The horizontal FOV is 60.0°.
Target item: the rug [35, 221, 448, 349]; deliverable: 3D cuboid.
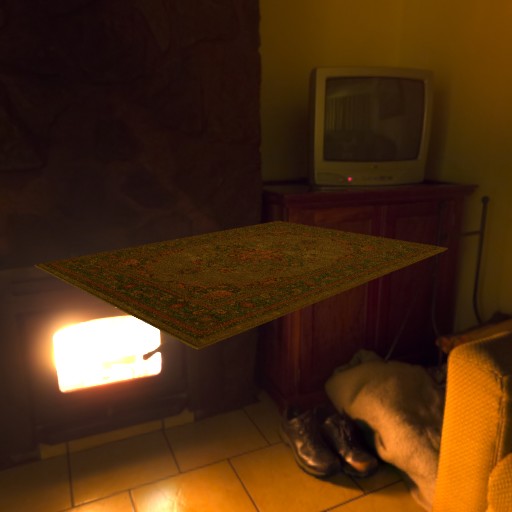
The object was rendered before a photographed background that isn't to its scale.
[{"bbox_3d":[0.000,0.000,2.905,1.609,0.013,2.214,14,20,43],"label":"rug"}]
